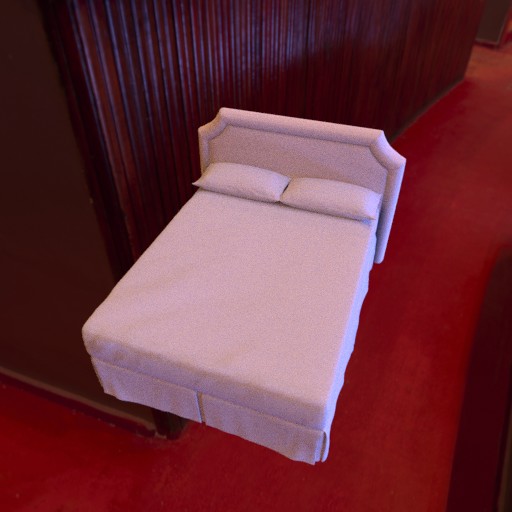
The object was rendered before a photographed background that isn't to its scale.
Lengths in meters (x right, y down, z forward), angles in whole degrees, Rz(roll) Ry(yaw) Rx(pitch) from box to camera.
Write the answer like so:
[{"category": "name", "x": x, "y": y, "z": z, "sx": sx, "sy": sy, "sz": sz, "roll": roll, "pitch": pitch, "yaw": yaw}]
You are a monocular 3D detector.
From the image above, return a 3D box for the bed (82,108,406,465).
[{"category": "bed", "x": 0.000, "y": 0.000, "z": 3.314, "sx": 1.828, "sy": 1.297, "sz": 2.164, "roll": 13, "pitch": 42, "yaw": 15}]
